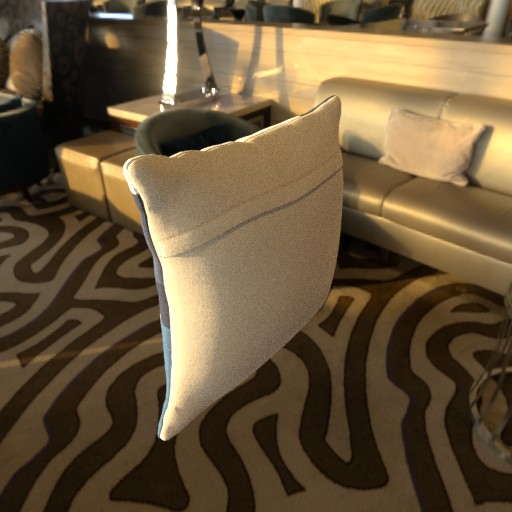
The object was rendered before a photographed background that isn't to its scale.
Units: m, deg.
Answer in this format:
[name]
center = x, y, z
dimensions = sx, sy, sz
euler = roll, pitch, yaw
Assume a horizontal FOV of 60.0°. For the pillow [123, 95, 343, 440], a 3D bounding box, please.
[pillow]
center = 0.000, 0.000, 0.819
dimensions = 0.229, 0.506, 0.536
euler = 23, 39, 32
